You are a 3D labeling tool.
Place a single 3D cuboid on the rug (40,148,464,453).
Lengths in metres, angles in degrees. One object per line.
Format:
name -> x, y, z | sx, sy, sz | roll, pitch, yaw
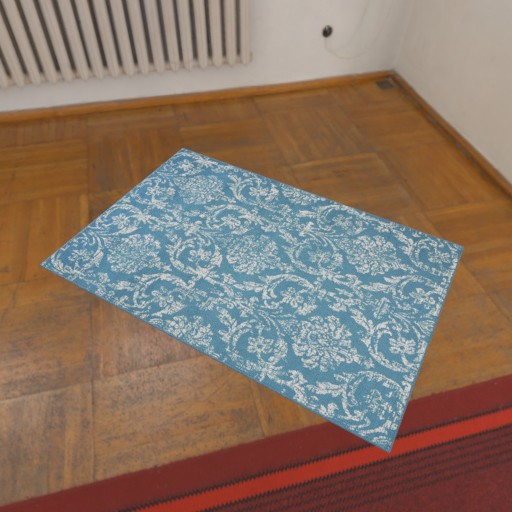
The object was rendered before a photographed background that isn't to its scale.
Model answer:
rug -> 0.000, 0.000, 3.430 | 2.746, 0.018, 1.816 | 23, 51, 20
